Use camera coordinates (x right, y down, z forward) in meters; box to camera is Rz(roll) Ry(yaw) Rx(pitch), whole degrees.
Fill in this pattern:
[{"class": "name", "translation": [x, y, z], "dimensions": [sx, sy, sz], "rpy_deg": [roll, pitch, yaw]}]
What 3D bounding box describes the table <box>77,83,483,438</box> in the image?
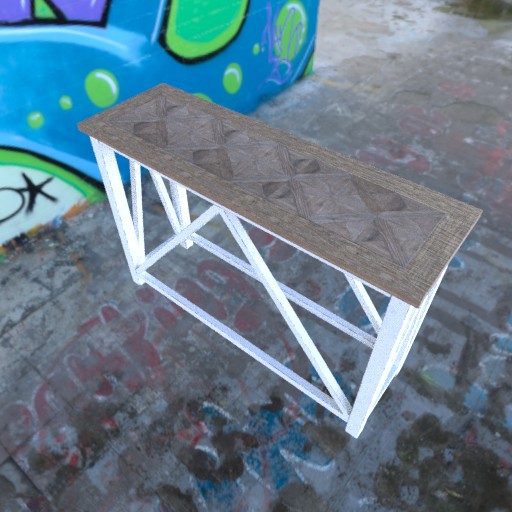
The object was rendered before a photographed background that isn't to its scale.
[{"class": "table", "translation": [0.000, 0.000, 1.857], "dimensions": [1.400, 0.930, 0.450], "rpy_deg": [30, 53, 26]}]
